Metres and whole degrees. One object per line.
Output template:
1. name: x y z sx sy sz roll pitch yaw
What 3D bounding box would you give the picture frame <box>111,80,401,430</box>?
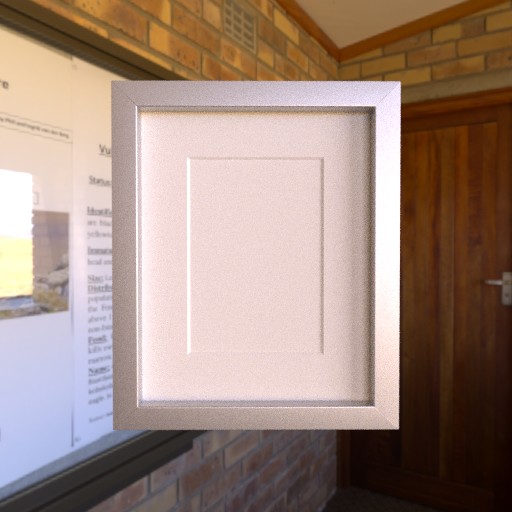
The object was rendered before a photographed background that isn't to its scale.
1. picture frame: 0.000 0.000 0.376 0.233 0.282 0.036 0 1 0
